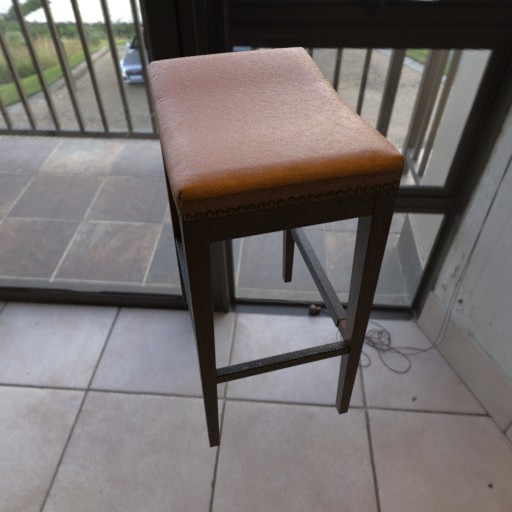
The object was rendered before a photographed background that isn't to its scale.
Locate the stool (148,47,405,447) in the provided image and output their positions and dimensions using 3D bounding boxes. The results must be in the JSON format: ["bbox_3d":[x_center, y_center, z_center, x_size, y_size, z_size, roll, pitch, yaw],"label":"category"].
[{"bbox_3d":[0.000,0.000,1.027,0.361,0.759,0.500,-10,45,-10],"label":"stool"}]
